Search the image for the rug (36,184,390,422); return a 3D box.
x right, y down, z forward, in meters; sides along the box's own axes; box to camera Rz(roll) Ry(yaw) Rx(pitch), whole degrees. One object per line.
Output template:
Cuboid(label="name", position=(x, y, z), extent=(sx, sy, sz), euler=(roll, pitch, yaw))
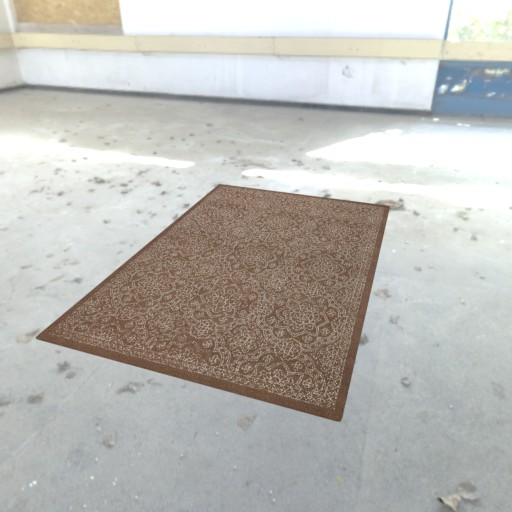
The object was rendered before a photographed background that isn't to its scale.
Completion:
Cuboid(label="rug", position=(0.000, 0.000, 2.331), extent=(1.219, 0.010, 1.829), euler=(10, 31, 17))
